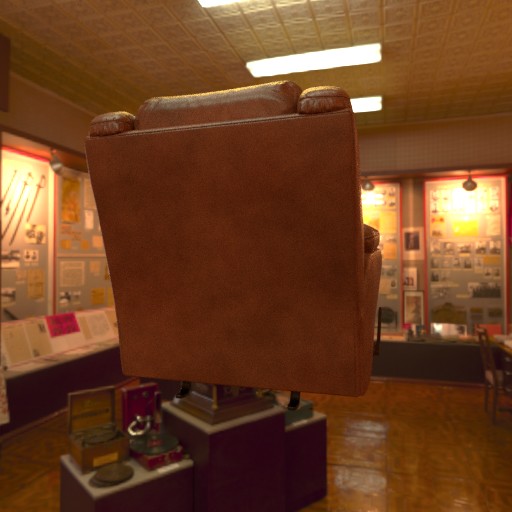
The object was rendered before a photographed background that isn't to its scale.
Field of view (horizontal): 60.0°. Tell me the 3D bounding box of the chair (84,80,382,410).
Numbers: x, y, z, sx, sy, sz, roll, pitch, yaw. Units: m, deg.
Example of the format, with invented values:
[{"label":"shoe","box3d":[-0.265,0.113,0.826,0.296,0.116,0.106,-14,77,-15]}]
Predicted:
[{"label":"chair","box3d":[0.000,0.000,1.849,0.990,1.093,1.041,0,-1,18]}]
